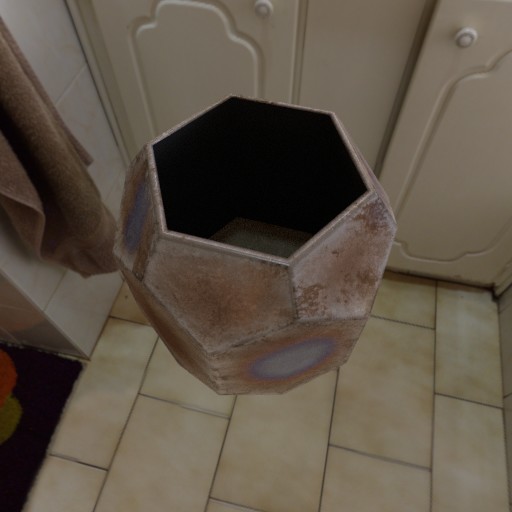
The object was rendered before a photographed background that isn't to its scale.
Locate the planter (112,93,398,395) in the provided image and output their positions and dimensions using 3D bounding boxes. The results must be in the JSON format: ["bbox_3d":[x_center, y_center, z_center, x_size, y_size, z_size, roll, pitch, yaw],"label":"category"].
[{"bbox_3d":[0.000,0.000,0.421,0.221,0.238,0.243,13,58,9],"label":"planter"}]
